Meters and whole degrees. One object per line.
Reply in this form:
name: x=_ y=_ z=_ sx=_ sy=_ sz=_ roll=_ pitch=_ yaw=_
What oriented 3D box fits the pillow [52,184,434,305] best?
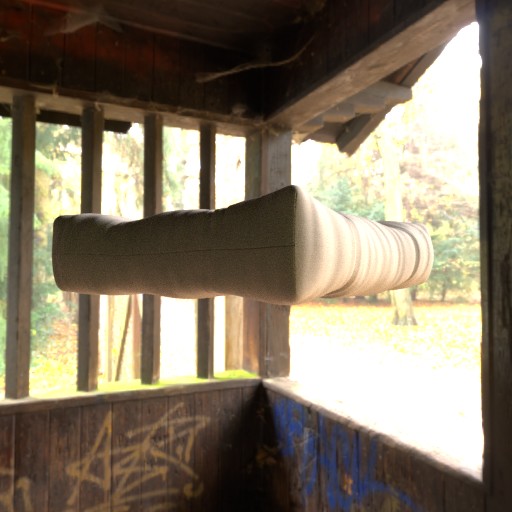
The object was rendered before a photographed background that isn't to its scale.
pillow: x=0.000 y=0.000 z=0.743 sx=0.468 sy=0.128 sz=0.490 roll=-2 pitch=-3 yaw=36
